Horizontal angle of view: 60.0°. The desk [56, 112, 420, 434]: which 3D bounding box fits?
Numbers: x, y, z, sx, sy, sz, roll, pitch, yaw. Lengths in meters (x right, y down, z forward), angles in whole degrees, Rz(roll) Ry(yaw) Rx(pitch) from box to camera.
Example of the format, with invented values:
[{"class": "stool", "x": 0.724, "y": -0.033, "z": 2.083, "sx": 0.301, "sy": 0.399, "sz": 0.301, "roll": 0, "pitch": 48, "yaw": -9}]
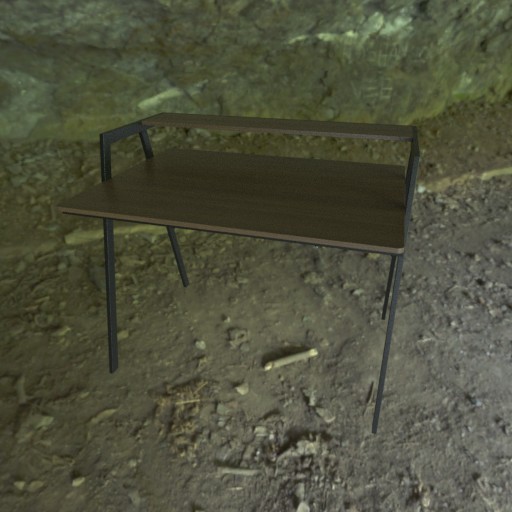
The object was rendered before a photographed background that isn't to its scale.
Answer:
[{"class": "desk", "x": 0.000, "y": 0.000, "z": 1.863, "sx": 1.143, "sy": 0.998, "sz": 0.936, "roll": 8, "pitch": 28, "yaw": 15}]
